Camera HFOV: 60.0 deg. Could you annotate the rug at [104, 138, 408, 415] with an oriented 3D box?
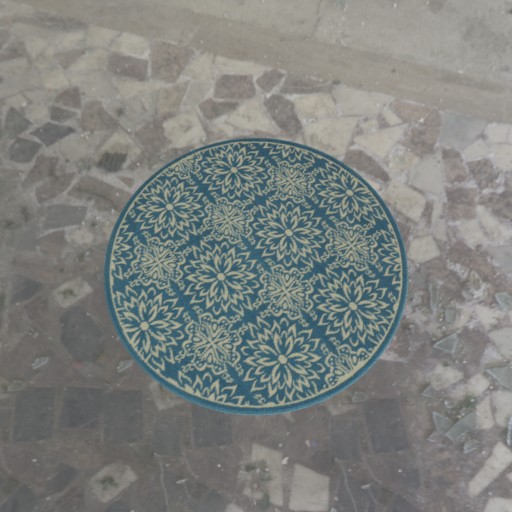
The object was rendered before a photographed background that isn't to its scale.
[{"bbox_3d":[0.000,0.000,2.344,1.593,0.012,1.593,0,64,0],"label":"rug"}]
